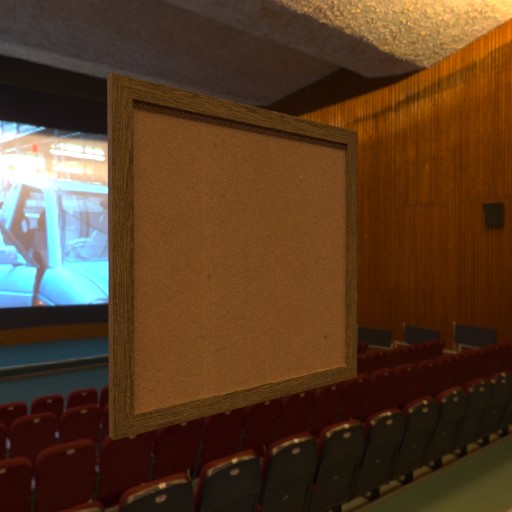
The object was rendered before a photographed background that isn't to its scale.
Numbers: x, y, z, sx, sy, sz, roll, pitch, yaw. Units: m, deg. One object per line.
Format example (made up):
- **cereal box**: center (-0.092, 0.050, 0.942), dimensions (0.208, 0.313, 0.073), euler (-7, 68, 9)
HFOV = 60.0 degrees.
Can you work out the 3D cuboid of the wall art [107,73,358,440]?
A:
- **wall art**: center (0.000, 0.000, 0.771), dimensions (0.508, 0.508, 0.019), euler (-1, 1, -37)
